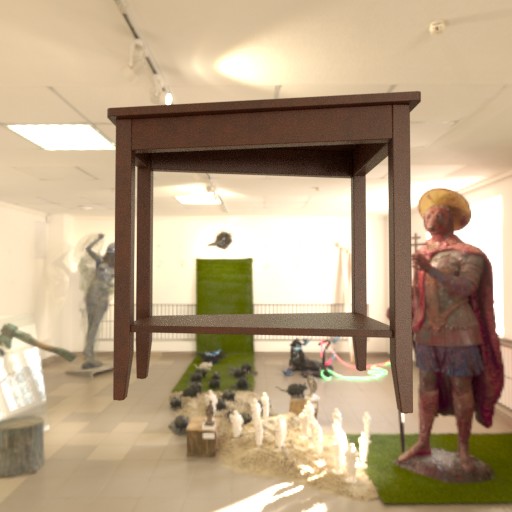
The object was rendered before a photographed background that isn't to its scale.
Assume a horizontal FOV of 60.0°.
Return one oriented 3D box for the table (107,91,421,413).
[{"bbox_3d":[0.000,0.000,0.996,0.605,0.589,0.399,0,-2,0],"label":"table"}]
